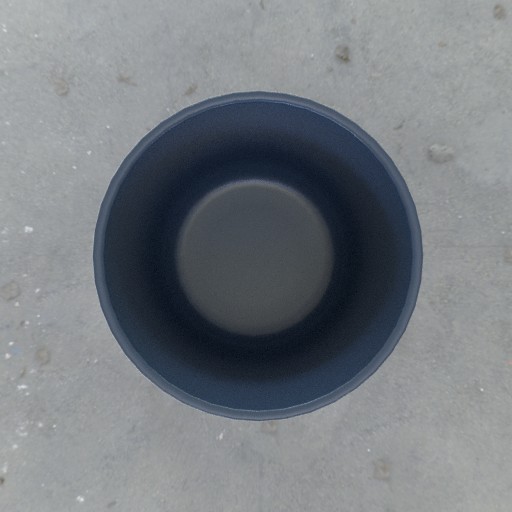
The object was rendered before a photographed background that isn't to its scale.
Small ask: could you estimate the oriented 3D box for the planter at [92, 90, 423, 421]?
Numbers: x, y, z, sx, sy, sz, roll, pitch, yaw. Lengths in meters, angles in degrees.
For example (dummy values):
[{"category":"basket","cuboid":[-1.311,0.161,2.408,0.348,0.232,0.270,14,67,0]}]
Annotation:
[{"category":"planter","cuboid":[0.000,0.000,0.397,0.224,0.203,0.224,0,90,-1]}]
